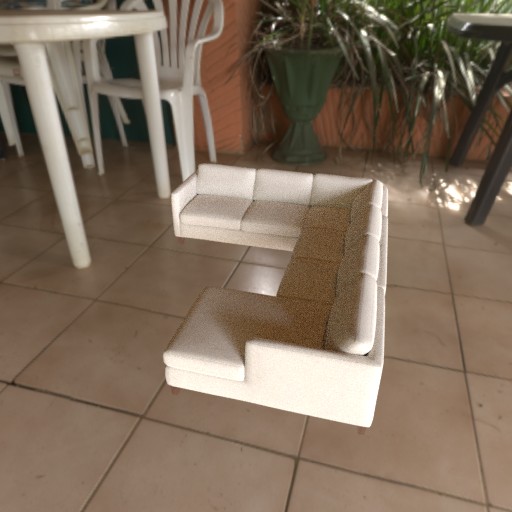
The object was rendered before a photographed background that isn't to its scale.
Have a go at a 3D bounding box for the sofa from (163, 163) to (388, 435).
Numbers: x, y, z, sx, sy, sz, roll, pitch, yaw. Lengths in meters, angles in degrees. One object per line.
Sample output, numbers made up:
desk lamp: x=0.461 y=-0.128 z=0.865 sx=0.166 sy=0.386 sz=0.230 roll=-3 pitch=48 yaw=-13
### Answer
sofa: x=0.000 y=0.000 z=4.545 sx=2.551 sy=0.853 sz=3.238 roll=8 pitch=31 yaw=13
